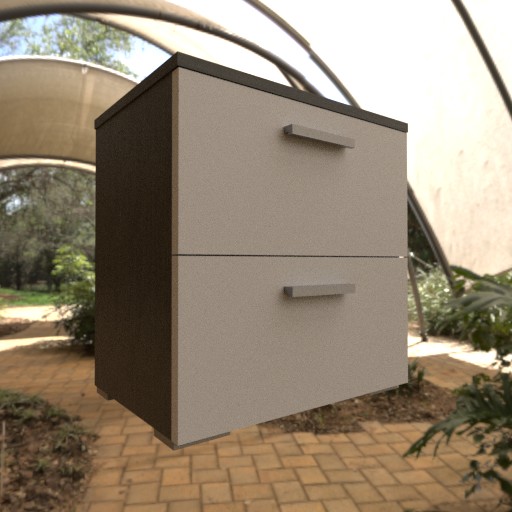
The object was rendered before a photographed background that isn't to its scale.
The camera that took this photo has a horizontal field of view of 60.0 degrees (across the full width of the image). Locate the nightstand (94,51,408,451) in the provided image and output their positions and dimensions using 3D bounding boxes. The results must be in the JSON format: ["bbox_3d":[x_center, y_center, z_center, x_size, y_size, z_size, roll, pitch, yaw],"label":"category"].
[{"bbox_3d":[0.000,0.000,0.751,0.441,0.460,0.325,1,-1,-37],"label":"nightstand"}]
